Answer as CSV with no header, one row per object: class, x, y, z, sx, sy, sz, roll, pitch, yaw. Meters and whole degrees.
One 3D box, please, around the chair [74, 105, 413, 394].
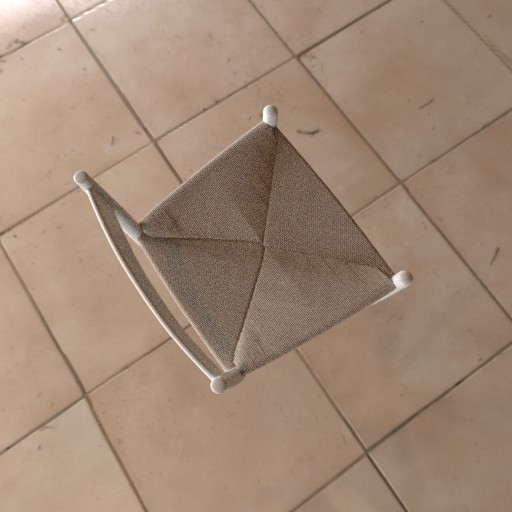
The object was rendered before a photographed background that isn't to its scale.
chair,0.000,0.000,1.122,0.495,0.762,0.556,-35,78,-8
